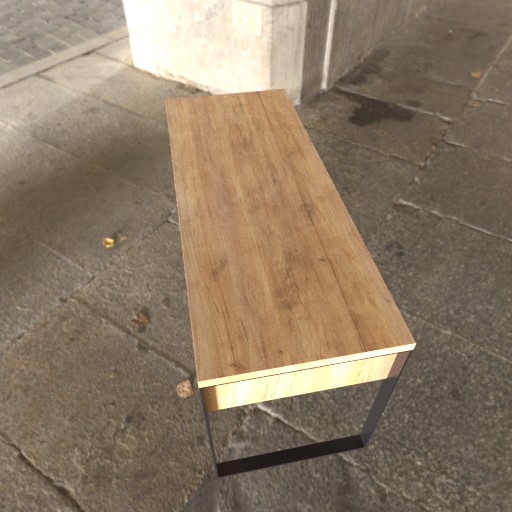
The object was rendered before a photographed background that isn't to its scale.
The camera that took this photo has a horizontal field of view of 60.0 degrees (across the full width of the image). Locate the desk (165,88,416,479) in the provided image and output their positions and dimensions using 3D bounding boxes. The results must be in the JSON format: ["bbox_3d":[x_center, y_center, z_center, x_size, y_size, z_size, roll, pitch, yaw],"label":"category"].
[{"bbox_3d":[0.000,0.000,1.955,0.600,0.760,1.520,-8,47,-8],"label":"desk"}]
